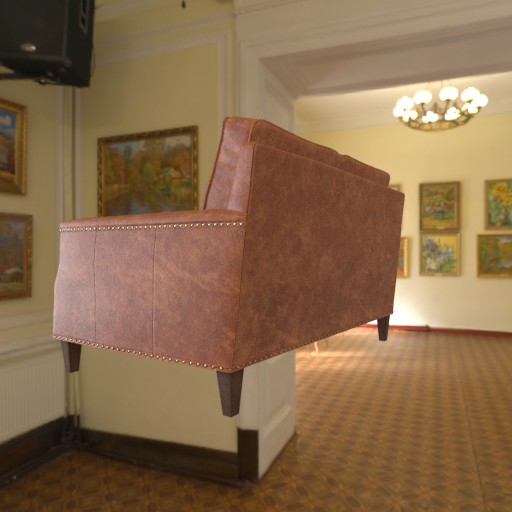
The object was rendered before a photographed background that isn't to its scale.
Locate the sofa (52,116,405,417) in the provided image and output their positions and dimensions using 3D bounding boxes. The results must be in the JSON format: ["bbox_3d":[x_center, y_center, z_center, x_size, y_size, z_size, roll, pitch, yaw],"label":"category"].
[{"bbox_3d":[0.000,0.000,2.253,1.084,1.003,1.597,1,1,35],"label":"sofa"}]
